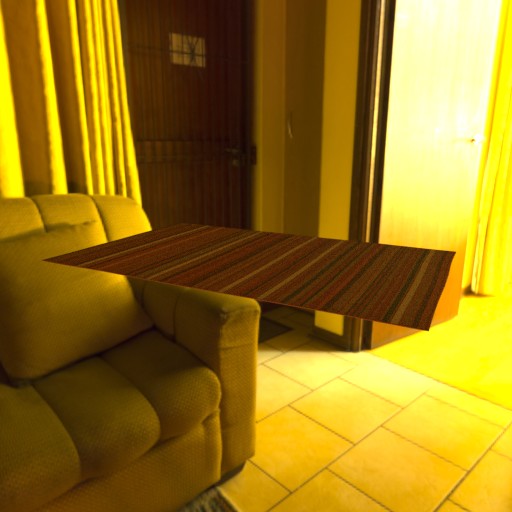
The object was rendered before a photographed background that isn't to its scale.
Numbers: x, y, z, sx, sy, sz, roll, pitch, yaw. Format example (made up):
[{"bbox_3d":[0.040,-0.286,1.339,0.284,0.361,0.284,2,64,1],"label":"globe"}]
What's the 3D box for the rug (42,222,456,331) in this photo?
[{"bbox_3d":[0.000,0.000,3.060,2.438,0.008,1.523,8,17,26],"label":"rug"}]
